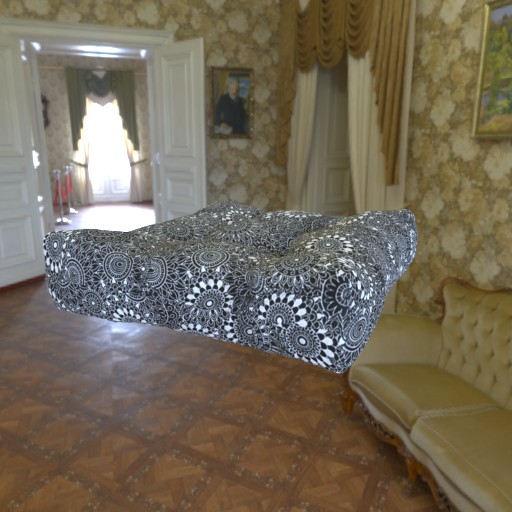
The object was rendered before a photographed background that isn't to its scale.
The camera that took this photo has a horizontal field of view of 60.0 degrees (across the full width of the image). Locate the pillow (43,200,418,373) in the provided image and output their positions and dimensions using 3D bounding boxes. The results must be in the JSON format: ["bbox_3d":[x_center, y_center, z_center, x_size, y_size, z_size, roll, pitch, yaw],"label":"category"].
[{"bbox_3d":[0.000,0.000,0.741,0.468,0.128,0.490,7,15,25],"label":"pillow"}]
